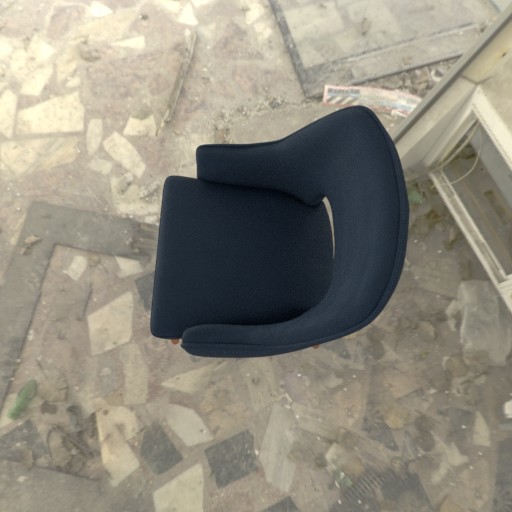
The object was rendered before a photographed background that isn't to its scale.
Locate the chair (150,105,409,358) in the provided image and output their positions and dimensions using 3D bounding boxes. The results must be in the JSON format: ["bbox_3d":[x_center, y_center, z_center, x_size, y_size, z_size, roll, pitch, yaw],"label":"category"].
[{"bbox_3d":[0.000,0.000,1.231,0.591,0.844,0.559,2,75,1],"label":"chair"}]
